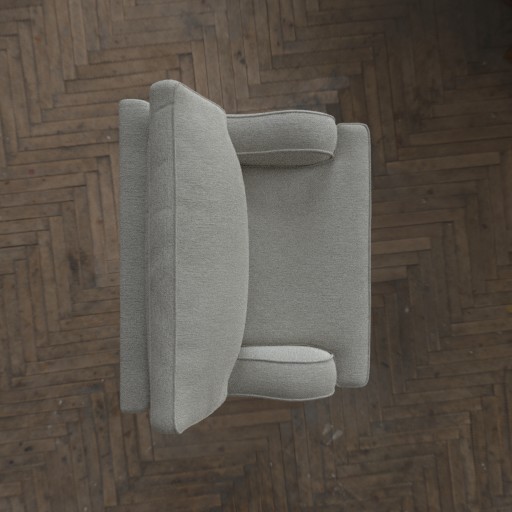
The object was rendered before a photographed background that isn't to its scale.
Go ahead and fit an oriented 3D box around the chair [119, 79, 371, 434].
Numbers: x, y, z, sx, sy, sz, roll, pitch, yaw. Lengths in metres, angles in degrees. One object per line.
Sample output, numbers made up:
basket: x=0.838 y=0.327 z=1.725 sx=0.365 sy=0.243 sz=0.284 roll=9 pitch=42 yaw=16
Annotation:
chair: x=0.000 y=0.000 z=1.968 sx=1.041 sy=1.016 sz=1.220 roll=0 pitch=91 yaw=-1
